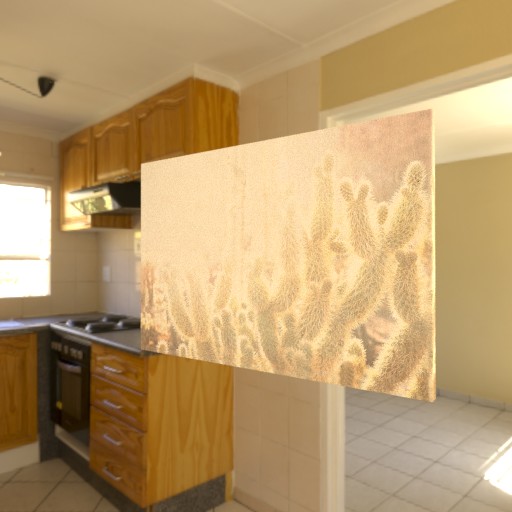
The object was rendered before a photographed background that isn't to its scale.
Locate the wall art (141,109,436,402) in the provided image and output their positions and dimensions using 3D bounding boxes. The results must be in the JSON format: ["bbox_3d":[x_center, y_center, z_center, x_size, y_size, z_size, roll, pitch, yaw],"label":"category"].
[{"bbox_3d":[0.000,0.000,1.987,1.525,1.012,0.038,0,0,36],"label":"wall art"}]
